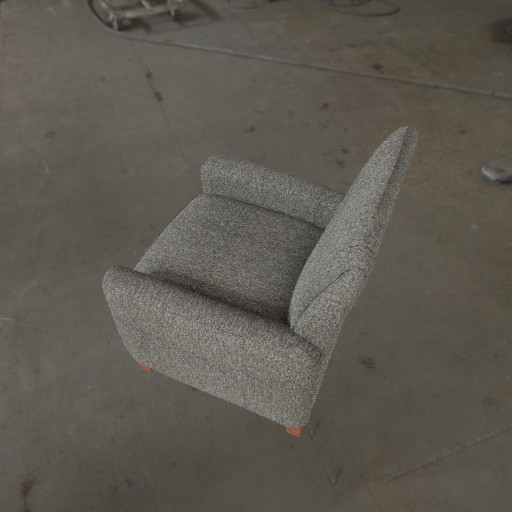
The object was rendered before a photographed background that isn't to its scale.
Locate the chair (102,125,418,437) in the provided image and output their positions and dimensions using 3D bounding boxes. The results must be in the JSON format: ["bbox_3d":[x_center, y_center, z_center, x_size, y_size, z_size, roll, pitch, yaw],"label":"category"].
[{"bbox_3d":[0.000,0.000,1.665,0.864,1.014,0.848,18,49,16],"label":"chair"}]
